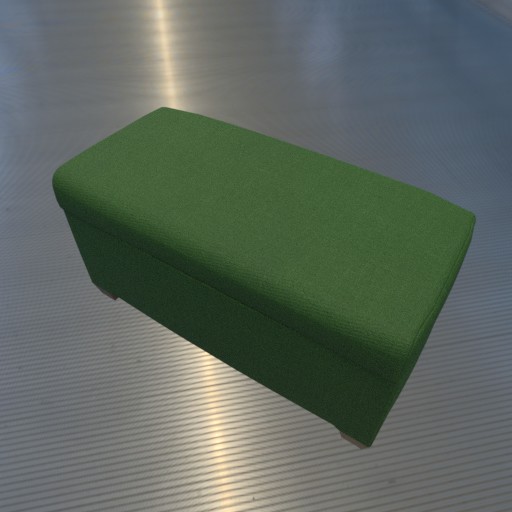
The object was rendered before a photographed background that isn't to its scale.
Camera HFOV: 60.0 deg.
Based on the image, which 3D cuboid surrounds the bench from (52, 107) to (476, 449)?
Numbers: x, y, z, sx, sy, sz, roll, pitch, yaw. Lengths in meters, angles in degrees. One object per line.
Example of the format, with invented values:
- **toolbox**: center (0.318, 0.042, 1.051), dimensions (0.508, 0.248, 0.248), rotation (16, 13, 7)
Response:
- **bench**: center (0.000, 0.000, 1.250), dimensions (0.989, 0.501, 0.505), rotation (25, 50, 23)
